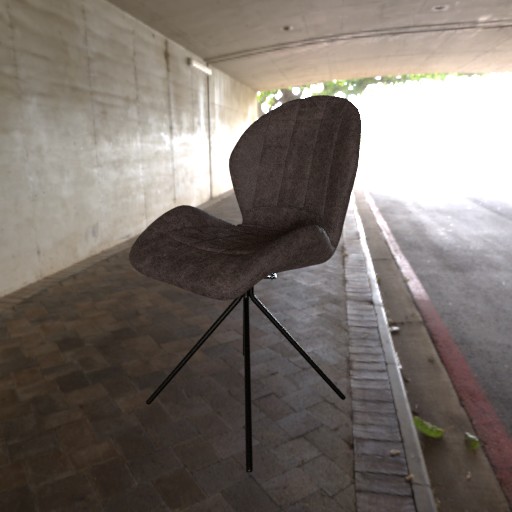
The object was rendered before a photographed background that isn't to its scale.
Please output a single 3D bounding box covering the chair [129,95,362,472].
[{"bbox_3d":[0.000,0.000,1.309,0.527,0.934,0.640,13,20,41],"label":"chair"}]
